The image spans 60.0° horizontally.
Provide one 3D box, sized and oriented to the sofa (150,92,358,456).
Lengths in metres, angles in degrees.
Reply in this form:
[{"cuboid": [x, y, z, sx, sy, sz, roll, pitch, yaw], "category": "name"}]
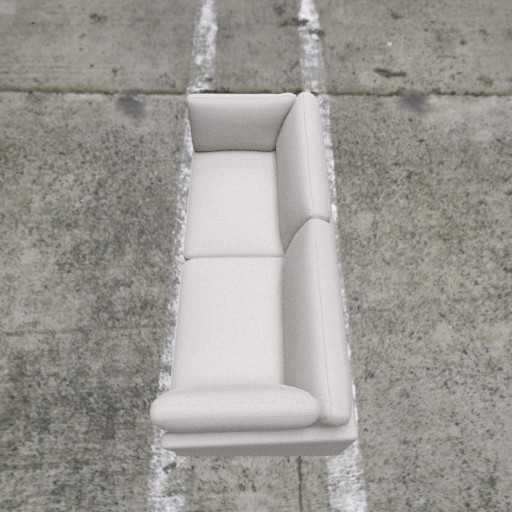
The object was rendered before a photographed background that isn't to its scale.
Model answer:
[{"cuboid": [0.000, 0.000, 2.798, 0.957, 0.863, 2.301, 0, 59, 0], "category": "sofa"}]
